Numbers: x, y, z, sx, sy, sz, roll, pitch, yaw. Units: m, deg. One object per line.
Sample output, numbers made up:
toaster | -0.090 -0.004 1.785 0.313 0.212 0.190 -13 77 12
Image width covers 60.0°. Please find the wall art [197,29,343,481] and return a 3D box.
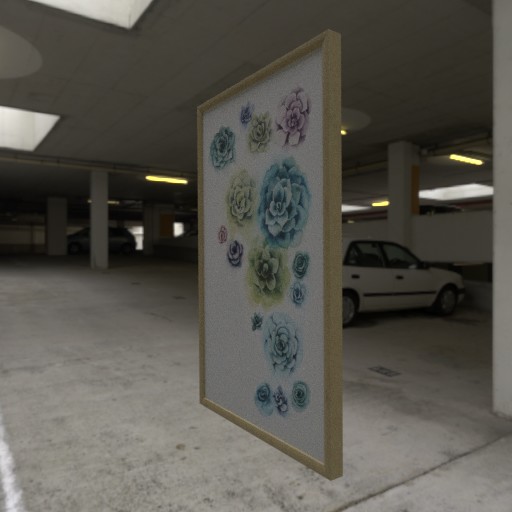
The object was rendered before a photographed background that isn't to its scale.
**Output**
wall art | 0.000 0.000 1.012 0.039 0.810 0.510 0 0 -35
